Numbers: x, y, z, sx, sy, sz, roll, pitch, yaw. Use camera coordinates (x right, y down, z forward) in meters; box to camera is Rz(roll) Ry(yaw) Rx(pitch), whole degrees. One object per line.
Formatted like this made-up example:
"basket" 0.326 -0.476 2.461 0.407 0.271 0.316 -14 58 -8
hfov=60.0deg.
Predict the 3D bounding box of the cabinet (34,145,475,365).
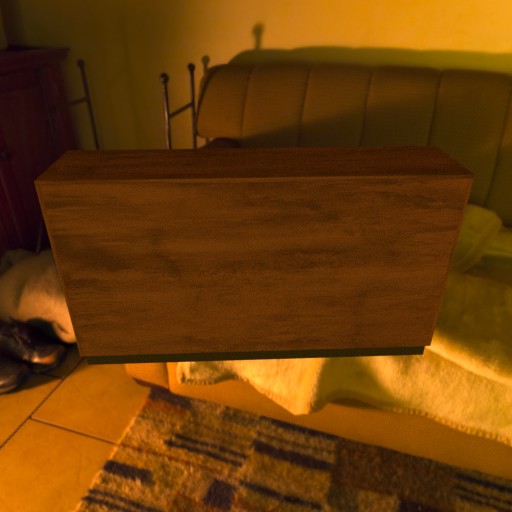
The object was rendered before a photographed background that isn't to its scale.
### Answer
"cabinet" 0.000 0.000 2.015 1.600 0.900 0.420 -1 30 -2
